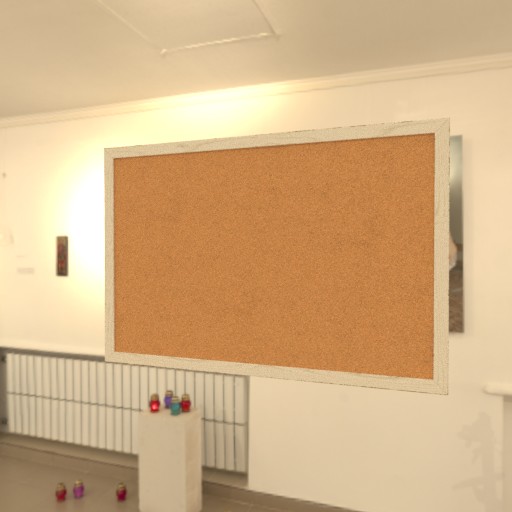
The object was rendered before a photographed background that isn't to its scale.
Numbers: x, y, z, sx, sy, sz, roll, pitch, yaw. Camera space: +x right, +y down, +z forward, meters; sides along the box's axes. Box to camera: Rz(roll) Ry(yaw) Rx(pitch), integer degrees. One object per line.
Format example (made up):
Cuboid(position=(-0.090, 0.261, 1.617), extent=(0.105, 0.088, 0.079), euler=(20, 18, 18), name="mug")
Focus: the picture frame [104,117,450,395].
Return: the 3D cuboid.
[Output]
Cuboid(position=(0.000, 0.000, 1.189), extent=(0.950, 0.640, 0.029), euler=(0, 1, 19), name="picture frame")
